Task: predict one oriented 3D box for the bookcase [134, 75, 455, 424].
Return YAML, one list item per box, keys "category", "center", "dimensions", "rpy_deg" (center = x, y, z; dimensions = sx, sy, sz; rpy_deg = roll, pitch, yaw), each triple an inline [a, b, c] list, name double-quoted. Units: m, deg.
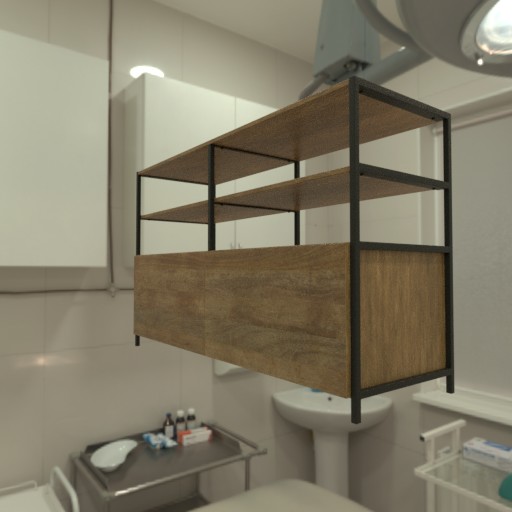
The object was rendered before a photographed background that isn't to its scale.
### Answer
- category: "bookcase"
  center: [0.000, 0.000, 1.469]
  dimensions: [0.391, 0.712, 1.149]
  rpy_deg: [1, -2, -37]
